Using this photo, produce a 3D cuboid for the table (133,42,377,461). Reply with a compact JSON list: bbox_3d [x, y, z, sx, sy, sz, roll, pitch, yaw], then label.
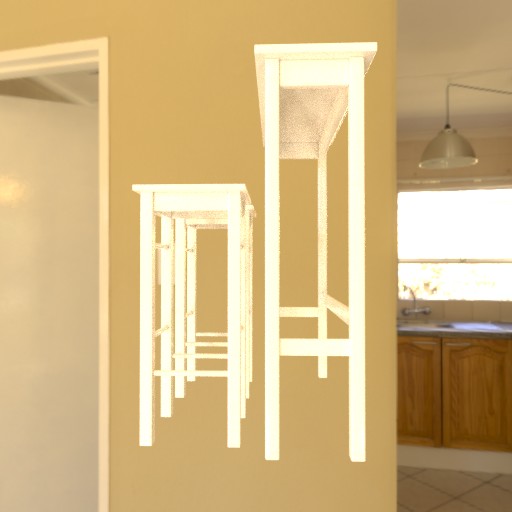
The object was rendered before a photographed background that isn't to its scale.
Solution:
[{"bbox_3d":[0.000,0.000,1.579,0.650,1.065,0.915,0,-1,2],"label":"table"}]
